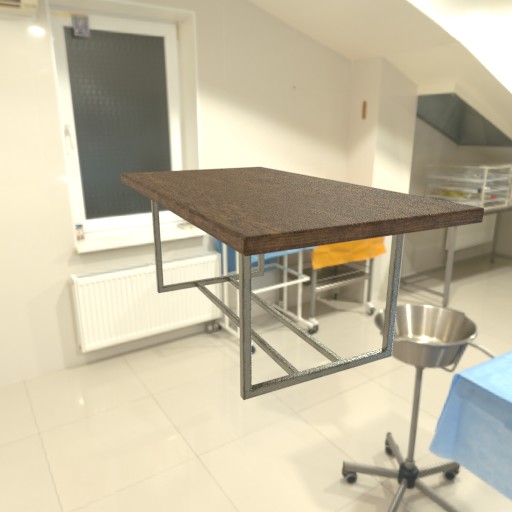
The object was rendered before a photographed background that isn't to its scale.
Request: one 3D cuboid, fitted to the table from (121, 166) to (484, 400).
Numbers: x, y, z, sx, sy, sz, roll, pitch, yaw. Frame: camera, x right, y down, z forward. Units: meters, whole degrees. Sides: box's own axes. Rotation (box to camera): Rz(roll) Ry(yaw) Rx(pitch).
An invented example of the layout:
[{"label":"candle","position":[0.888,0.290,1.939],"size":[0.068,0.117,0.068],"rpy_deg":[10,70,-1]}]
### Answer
[{"label":"table","position":[0.000,0.000,2.530],"size":[1.078,0.795,1.989],"rpy_deg":[-8,19,-25]}]
